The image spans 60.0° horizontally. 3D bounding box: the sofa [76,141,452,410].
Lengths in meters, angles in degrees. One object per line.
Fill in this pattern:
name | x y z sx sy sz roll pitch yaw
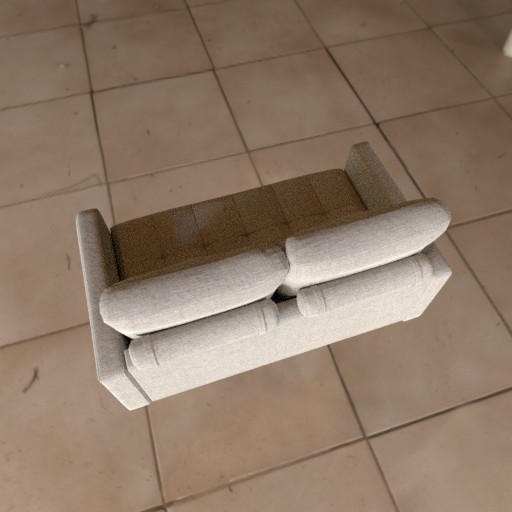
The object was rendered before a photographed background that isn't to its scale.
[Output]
sofa | 0.000 0.000 1.937 1.407 0.907 0.842 -16 59 -10
